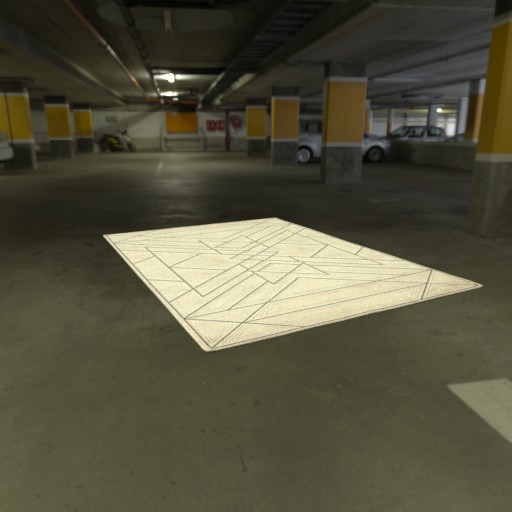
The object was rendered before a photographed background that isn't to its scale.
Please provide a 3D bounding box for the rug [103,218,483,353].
[{"bbox_3d":[0.000,0.000,4.499,2.436,0.026,3.381,-8,18,-27],"label":"rug"}]
